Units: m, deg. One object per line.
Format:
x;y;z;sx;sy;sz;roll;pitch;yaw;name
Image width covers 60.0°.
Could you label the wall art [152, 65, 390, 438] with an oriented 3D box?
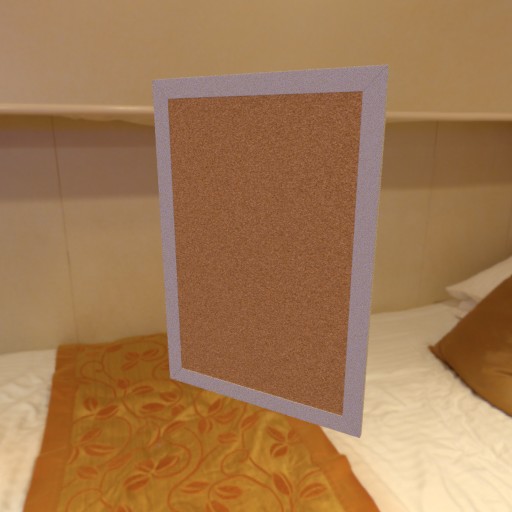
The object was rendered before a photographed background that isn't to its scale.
0.000;0.000;0.860;0.454;0.659;0.011;8;18;27;wall art
